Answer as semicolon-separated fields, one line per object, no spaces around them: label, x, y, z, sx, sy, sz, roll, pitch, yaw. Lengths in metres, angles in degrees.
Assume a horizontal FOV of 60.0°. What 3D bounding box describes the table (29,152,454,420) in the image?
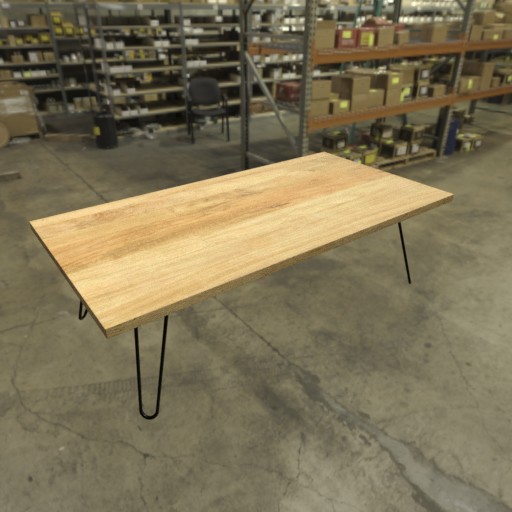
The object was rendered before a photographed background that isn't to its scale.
table;0.000;0.000;1.667;1.348;0.400;0.699;-20;35;-31
